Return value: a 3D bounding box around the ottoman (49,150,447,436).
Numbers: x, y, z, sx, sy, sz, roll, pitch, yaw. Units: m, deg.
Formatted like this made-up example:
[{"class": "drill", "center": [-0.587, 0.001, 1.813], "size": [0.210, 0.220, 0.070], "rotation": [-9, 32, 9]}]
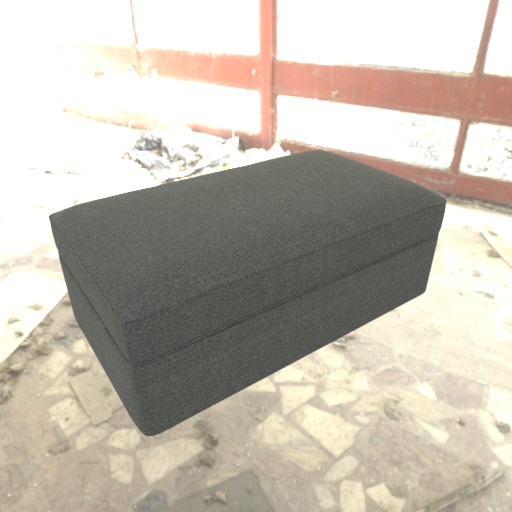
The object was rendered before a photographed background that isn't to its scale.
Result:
[{"class": "ottoman", "center": [0.000, 0.000, 1.561], "size": [1.173, 0.494, 0.681], "rotation": [-20, 36, -30]}]
